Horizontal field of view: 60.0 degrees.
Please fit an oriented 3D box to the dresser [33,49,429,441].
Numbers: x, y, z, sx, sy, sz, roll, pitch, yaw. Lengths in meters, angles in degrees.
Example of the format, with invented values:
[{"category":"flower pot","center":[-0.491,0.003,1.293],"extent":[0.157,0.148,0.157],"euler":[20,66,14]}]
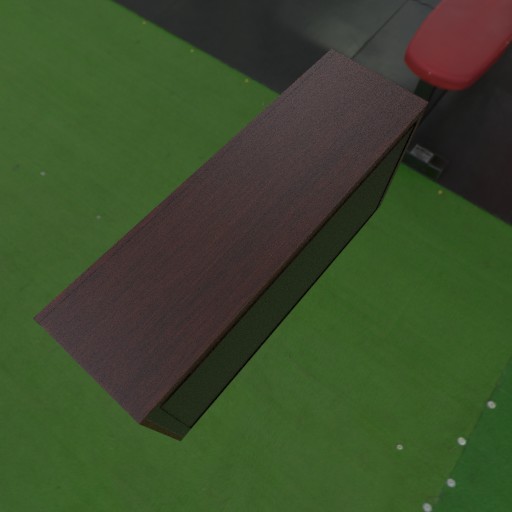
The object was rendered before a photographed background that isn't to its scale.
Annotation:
[{"category":"dresser","center":[0.000,0.000,2.039],"extent":[0.499,0.971,1.609],"euler":[37,70,16]}]
